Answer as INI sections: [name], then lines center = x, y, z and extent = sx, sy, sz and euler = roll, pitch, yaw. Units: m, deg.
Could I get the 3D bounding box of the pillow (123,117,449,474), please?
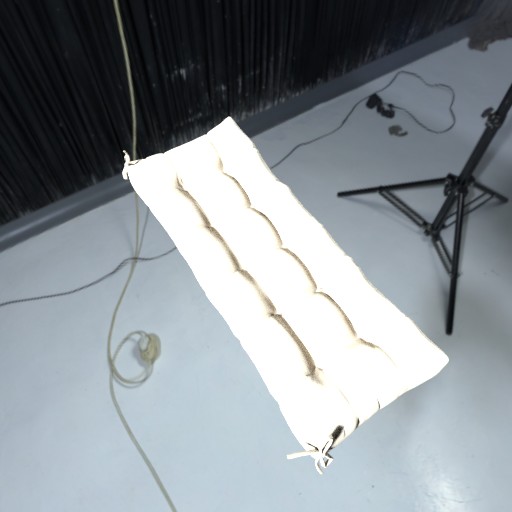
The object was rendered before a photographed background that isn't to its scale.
[pillow]
center = 0.000, 0.000, 1.370
extent = 0.511, 0.174, 1.194
euler = -29, 62, -17
